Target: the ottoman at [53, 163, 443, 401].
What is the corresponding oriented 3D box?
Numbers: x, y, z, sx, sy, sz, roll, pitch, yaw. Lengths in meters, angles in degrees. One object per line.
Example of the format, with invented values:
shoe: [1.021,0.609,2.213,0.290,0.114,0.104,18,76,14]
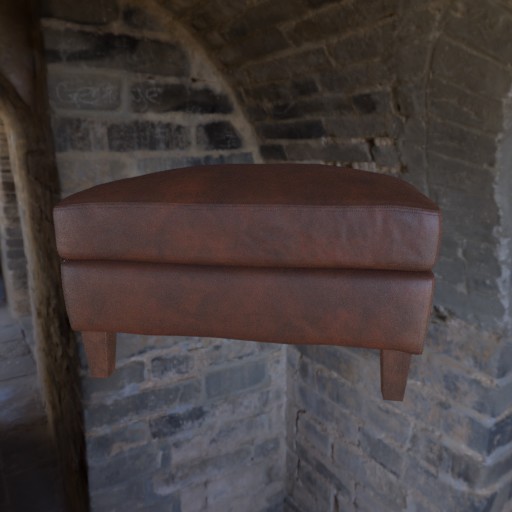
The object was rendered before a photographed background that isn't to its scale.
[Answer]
ottoman: [0.000,0.000,1.278,0.887,0.527,0.659,2,13,8]
